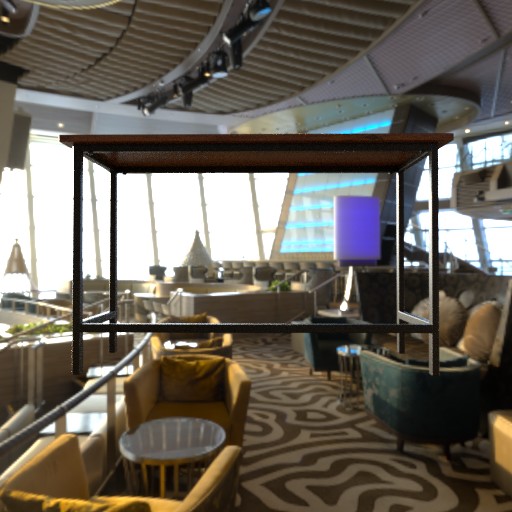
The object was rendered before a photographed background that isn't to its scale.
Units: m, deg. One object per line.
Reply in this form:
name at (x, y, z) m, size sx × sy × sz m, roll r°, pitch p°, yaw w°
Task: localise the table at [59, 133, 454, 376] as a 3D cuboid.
table at (0.000, 0.000, 1.548) m, size 1.204 × 0.740 × 0.408 m, roll 0°, pitch -1°, yaw 1°
